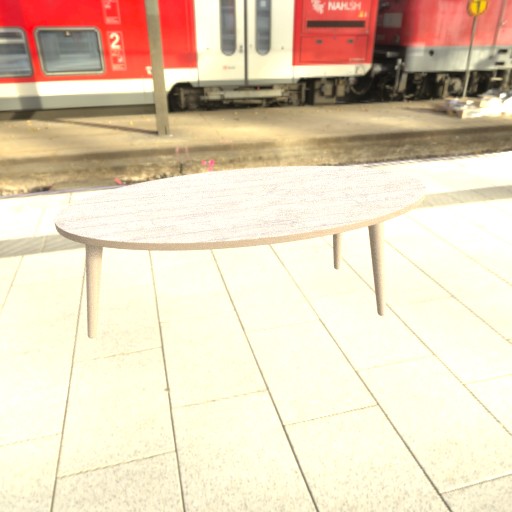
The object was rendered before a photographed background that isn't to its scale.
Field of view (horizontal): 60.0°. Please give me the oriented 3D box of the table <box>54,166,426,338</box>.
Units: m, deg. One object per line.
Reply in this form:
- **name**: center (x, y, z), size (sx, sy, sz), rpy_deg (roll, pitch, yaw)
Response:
- **table**: center (0.000, 0.000, 1.370), size (1.083, 0.390, 0.542), rpy_deg (-8, 29, -15)
